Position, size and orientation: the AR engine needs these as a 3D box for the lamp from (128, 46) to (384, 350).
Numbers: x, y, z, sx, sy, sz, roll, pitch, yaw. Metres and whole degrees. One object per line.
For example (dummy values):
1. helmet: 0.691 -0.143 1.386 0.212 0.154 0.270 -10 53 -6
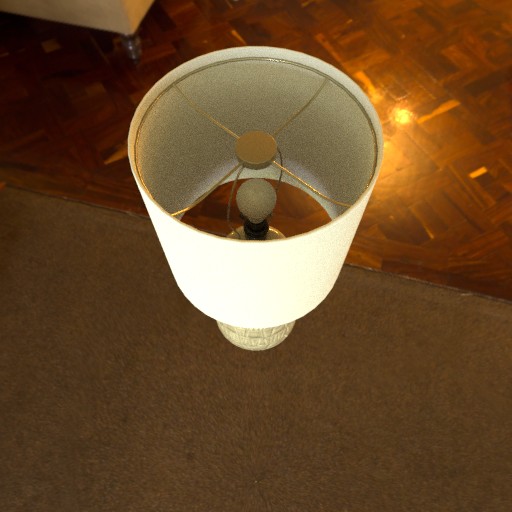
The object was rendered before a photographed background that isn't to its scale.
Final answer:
1. lamp: 0.000 0.000 0.570 0.211 0.455 0.211 -32 67 -15
